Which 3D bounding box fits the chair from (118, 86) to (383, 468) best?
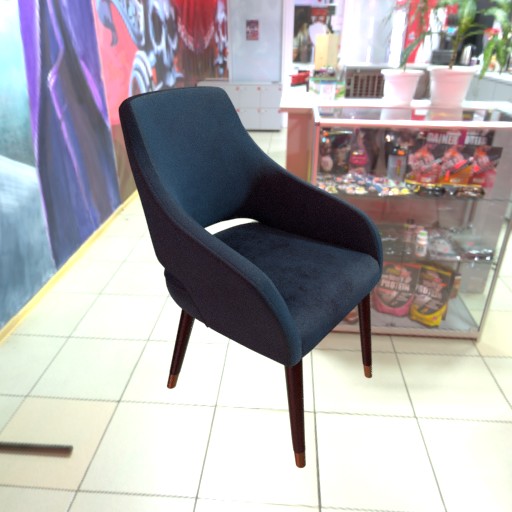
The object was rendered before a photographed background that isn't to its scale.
[{"bbox_3d":[0.000,0.000,1.595,0.794,1.081,0.683,19,33,32],"label":"chair"}]
